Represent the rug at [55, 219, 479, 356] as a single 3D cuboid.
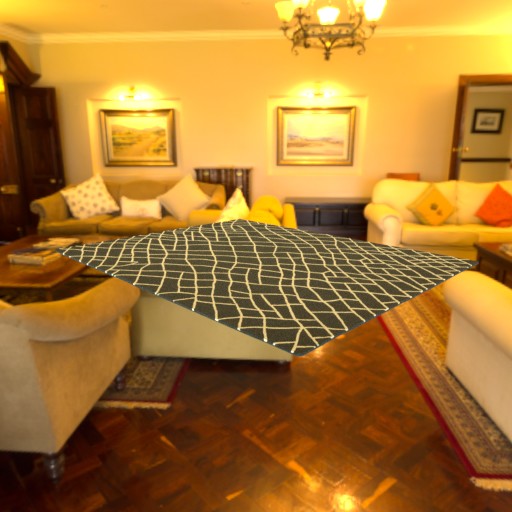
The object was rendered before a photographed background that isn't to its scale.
[{"bbox_3d":[0.000,0.000,4.041,3.047,0.022,2.439,14,20,43],"label":"rug"}]
